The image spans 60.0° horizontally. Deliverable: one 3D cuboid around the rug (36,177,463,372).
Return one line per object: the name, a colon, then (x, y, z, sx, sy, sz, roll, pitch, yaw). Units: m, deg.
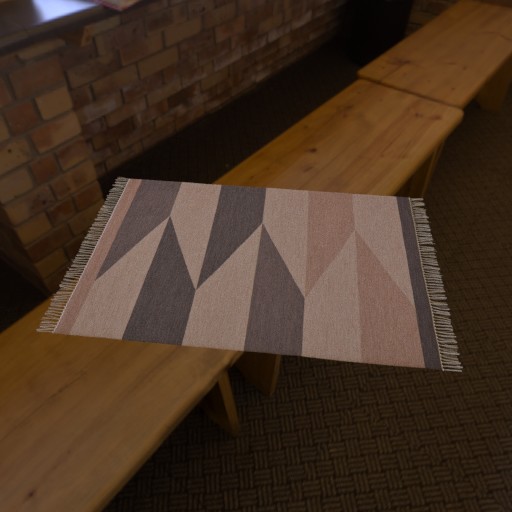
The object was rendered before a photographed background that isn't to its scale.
rug: (0.000, 0.000, 2.475, 2.021, 0.027, 1.224, 5, 47, 4)
